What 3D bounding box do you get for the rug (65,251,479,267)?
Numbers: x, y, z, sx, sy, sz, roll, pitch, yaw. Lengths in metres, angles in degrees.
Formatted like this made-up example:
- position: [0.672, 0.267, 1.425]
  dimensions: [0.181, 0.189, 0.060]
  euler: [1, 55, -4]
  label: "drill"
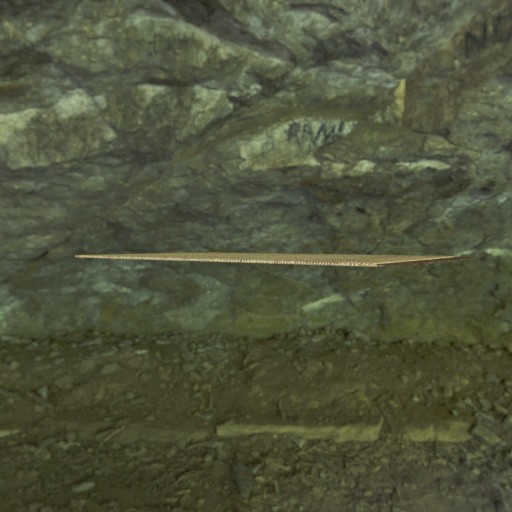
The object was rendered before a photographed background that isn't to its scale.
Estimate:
- position: [0.000, 0.000, 2.017]
  dimensions: [1.718, 0.017, 0.905]
  euler: [1, 2, 37]
  label: "rug"
